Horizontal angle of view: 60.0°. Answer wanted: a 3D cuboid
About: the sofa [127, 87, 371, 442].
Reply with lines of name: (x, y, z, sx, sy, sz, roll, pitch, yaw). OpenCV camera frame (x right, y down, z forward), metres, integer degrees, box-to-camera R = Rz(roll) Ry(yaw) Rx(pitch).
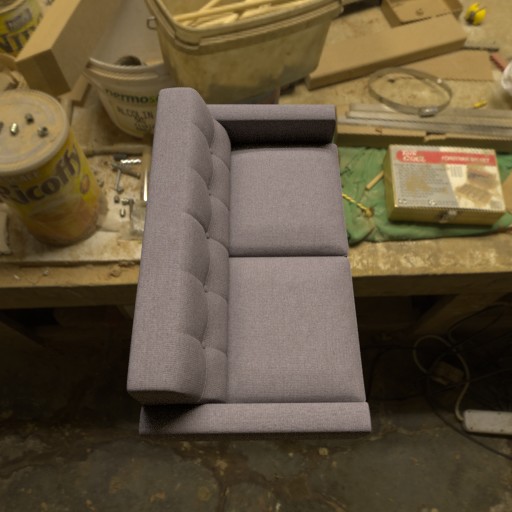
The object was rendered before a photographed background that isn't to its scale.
sofa: (0.000, 0.000, 2.134, 0.909, 0.841, 1.631, -1, 65, 0)
